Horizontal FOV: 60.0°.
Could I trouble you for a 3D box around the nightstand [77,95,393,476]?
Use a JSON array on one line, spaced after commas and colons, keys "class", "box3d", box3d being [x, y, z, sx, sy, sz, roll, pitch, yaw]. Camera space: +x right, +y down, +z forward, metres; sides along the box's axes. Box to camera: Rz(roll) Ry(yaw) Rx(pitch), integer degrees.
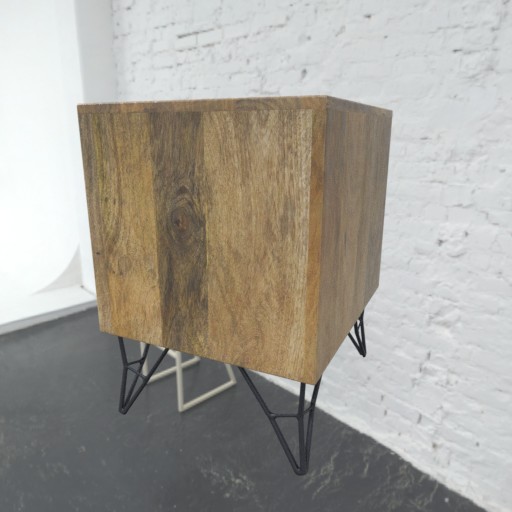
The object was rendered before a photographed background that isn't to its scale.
[{"class": "nightstand", "box3d": [0.000, 0.000, 0.877, 0.406, 0.559, 0.457, 8, 17, 25]}]
